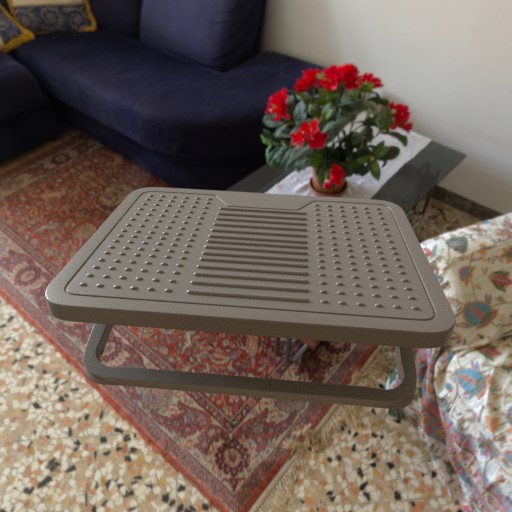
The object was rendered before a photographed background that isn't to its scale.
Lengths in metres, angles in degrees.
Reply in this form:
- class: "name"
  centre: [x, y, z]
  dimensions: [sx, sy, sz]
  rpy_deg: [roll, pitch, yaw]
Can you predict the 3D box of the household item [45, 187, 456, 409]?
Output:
- class: "household item"
  centre: [0.000, 0.000, 0.534]
  dimensions: [0.390, 0.126, 0.301]
  rpy_deg: [4, 47, 3]
